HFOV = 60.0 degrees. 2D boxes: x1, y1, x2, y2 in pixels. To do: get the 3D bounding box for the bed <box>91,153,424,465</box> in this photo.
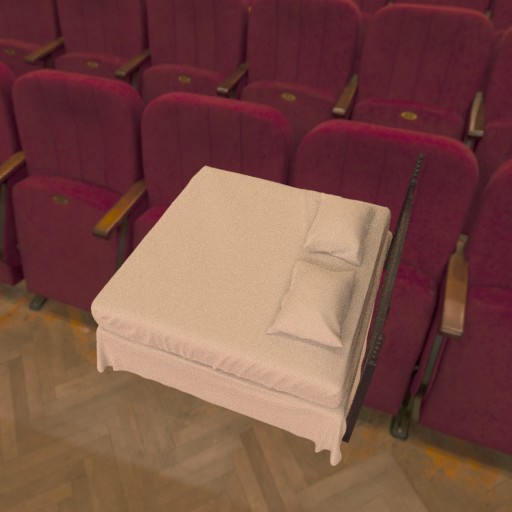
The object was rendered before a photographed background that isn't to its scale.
[{"bbox_3d":[0.000,0.000,3.708,2.219,1.355,2.322,15,48,15],"label":"bed"}]
